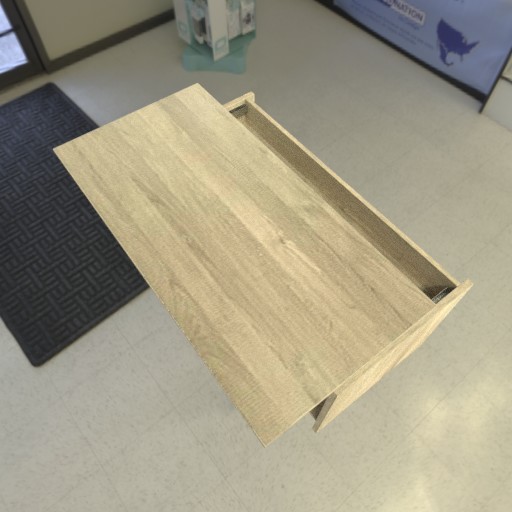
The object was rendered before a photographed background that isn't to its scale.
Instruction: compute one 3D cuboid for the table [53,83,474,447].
[{"bbox_3d":[0.000,0.000,1.417,0.712,0.570,1.000,-33,63,-19],"label":"table"}]
